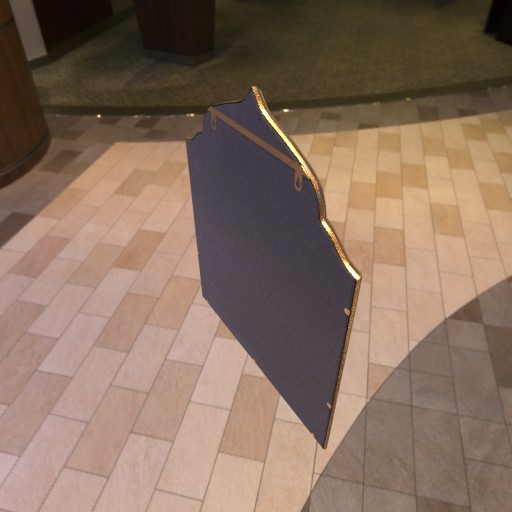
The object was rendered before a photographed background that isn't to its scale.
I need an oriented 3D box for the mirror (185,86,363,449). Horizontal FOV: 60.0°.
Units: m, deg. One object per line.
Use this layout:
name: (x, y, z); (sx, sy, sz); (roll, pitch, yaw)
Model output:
mirror: (0.000, 0.000, 0.840); (0.018, 0.635, 0.513); (-23, 45, -25)
